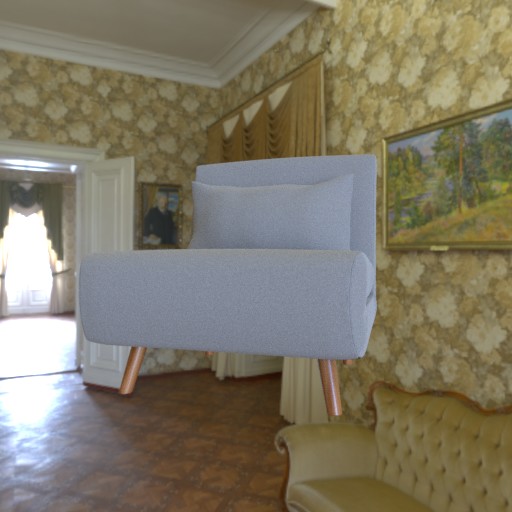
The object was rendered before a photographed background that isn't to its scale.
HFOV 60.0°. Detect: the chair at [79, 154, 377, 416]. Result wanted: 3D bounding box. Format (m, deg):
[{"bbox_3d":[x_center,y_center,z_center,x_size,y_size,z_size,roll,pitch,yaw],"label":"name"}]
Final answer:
[{"bbox_3d":[0.000,0.000,1.491,0.770,0.808,0.902,0,0,17],"label":"chair"}]
